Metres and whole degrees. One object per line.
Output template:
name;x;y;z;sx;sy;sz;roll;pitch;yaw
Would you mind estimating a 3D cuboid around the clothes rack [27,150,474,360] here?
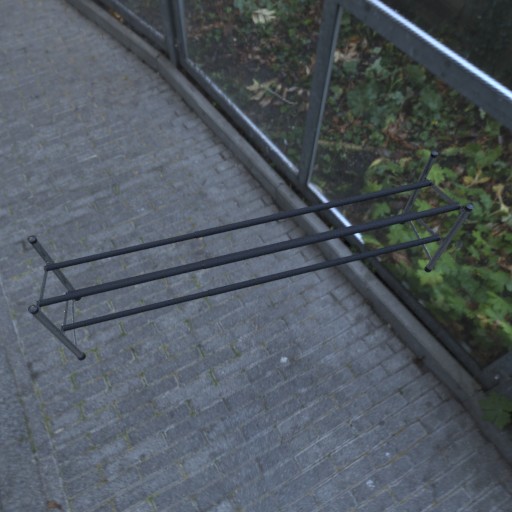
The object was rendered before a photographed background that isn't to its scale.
clothes rack;0.000;0.000;1.318;1.168;0.349;0.229;-13;60;-8
